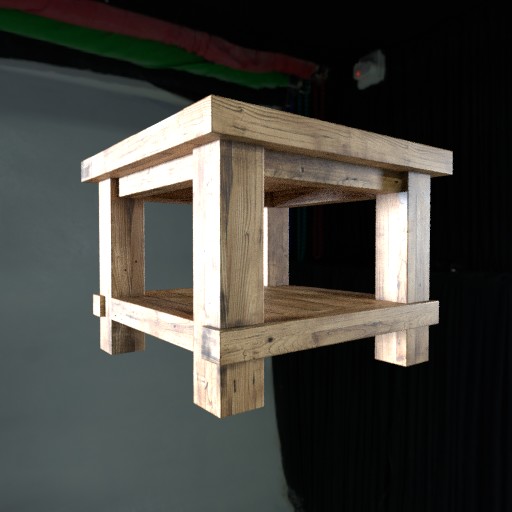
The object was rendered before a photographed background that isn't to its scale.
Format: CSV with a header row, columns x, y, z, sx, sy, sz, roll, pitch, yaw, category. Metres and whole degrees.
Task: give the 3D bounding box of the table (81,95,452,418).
x,y,z,sx,sy,sz,roll,pitch,yaw,category
0.000,0.000,1.028,0.610,0.457,0.610,-1,2,-37,table
